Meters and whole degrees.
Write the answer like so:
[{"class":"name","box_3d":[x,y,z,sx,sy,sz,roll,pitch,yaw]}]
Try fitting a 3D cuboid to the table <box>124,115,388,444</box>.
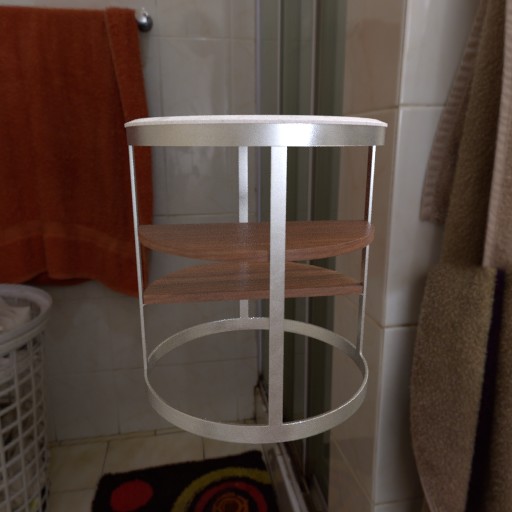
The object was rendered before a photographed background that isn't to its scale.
[{"class":"table","box_3d":[0.000,0.000,0.768,0.407,0.447,0.407,0,14,0]}]
